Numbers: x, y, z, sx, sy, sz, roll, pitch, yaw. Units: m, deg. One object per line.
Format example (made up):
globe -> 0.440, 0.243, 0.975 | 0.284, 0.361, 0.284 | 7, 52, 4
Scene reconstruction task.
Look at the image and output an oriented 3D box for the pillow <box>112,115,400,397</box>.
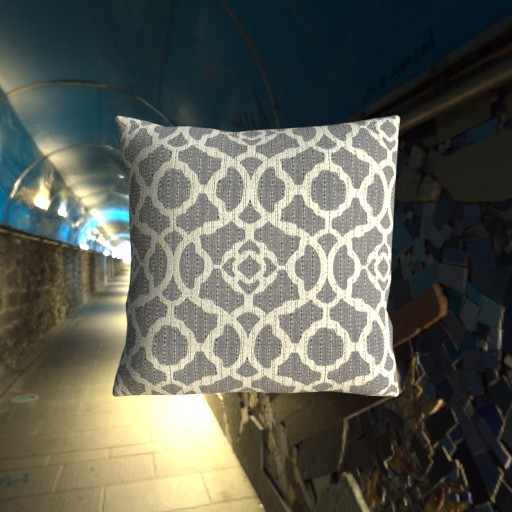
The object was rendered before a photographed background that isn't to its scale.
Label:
pillow -> 0.000, 0.000, 0.788 | 0.508, 0.498, 0.215 | 0, 0, 0
